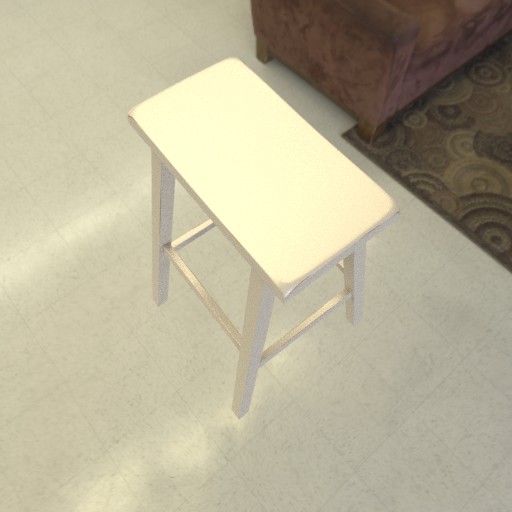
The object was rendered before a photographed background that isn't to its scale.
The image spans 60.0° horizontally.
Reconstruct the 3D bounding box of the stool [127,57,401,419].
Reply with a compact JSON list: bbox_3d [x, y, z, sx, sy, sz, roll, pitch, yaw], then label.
[{"bbox_3d":[0.000,0.000,1.062,0.476,0.737,0.457,-35,68,-16],"label":"stool"}]
